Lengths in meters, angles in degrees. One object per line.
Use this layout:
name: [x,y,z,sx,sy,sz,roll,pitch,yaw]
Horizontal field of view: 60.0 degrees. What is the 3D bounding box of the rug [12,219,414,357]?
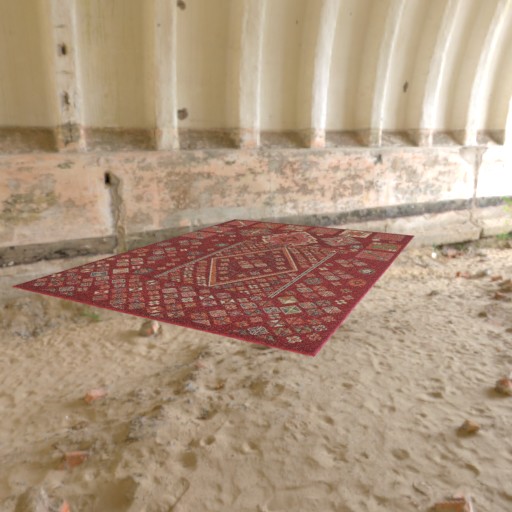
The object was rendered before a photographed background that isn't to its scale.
rug: [0.000,0.000,4.194,2.389,0.011,3.306,7,16,27]
